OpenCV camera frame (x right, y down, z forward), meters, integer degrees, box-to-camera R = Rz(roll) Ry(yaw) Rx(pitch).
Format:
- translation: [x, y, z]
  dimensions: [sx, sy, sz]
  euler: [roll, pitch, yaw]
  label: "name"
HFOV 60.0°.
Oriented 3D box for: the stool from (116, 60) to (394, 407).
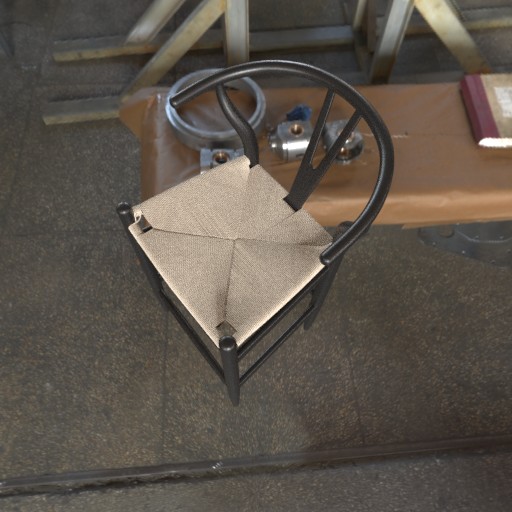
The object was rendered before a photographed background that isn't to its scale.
- translation: [0.000, 0.000, 1.351]
  dimensions: [0.579, 0.970, 0.569]
  euler: [-35, 67, -17]
  label: "stool"
